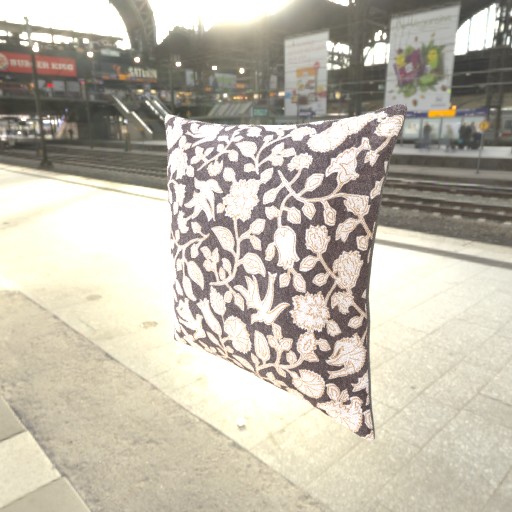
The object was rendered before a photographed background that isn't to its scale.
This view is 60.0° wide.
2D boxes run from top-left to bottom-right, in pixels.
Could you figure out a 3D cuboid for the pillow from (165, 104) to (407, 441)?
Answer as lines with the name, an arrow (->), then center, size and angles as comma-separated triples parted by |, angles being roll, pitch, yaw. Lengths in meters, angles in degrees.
pillow -> 0.000, 0.000, 0.809 | 0.526, 0.507, 0.166 | 15, 21, 42
